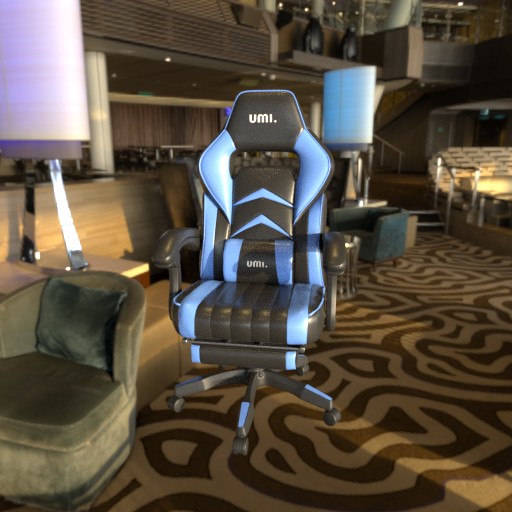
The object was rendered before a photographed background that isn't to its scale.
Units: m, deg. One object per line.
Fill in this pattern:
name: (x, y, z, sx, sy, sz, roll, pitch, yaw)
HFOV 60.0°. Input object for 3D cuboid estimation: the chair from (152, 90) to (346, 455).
chair: (0.000, 0.000, 1.725, 0.700, 1.280, 0.700, 2, 14, 9)
